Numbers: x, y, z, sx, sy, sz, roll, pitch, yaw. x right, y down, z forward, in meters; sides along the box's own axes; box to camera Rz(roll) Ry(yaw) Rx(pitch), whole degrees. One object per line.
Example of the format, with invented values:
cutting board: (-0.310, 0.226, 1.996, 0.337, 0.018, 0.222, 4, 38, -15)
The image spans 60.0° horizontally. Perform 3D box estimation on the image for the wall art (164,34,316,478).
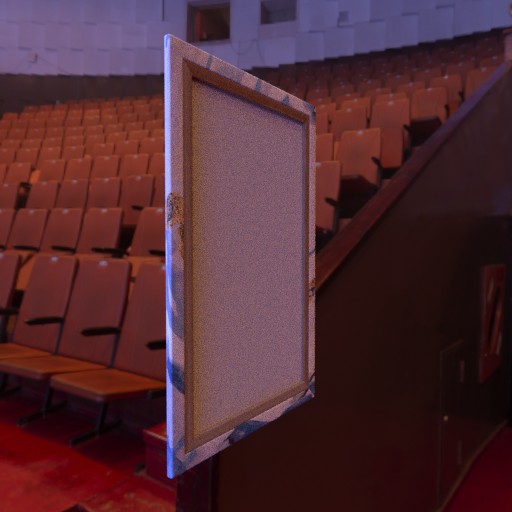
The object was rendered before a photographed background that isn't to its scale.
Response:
wall art: (0.000, 0.000, 1.155, 0.016, 0.914, 0.610, 1, 2, 36)
